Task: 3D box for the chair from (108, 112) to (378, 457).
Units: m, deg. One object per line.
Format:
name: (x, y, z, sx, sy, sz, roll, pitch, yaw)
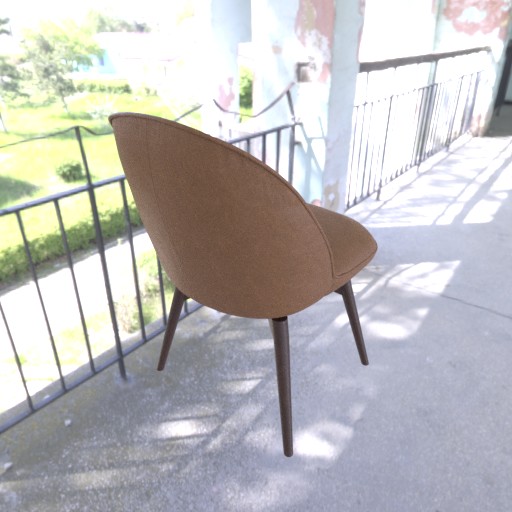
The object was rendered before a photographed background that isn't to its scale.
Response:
chair: (0.000, 0.000, 1.195, 0.521, 0.831, 0.631, 21, 35, 33)
